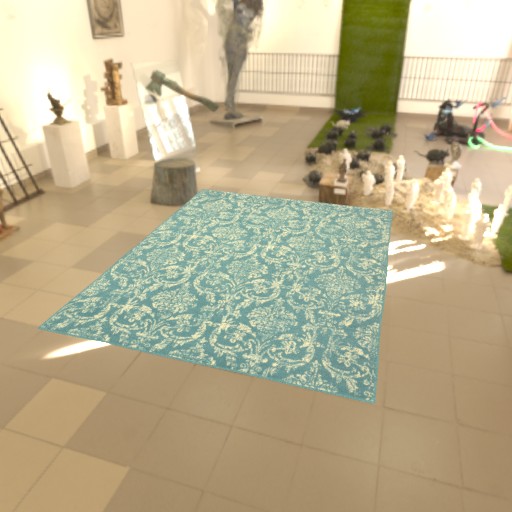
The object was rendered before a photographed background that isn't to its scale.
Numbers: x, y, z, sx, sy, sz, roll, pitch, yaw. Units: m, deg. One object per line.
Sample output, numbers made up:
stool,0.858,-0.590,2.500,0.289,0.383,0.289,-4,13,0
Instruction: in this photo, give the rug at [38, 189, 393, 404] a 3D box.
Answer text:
rug,0.000,0.000,4.119,2.363,0.012,2.980,8,30,15
